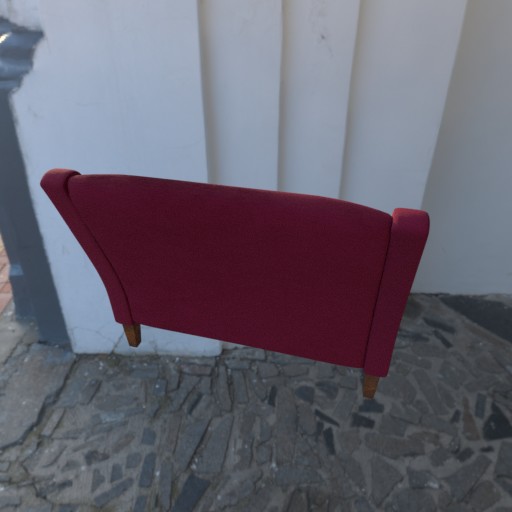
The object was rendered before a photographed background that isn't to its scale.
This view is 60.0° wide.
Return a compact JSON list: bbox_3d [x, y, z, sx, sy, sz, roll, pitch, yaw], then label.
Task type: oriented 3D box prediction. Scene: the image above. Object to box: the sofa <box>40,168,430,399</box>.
[{"bbox_3d":[0.000,0.000,1.942,1.242,0.976,0.946,9,33,14],"label":"sofa"}]
